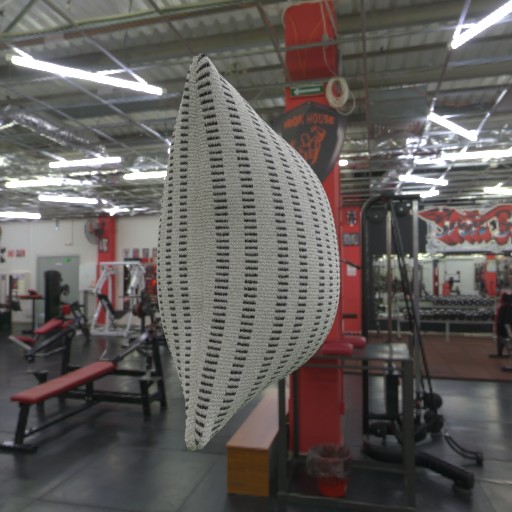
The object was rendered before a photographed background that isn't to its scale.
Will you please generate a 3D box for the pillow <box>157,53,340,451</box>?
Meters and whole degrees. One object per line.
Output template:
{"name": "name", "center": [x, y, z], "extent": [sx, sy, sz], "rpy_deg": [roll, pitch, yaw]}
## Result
{"name": "pillow", "center": [0.000, 0.000, 0.667], "extent": [0.247, 0.419, 0.438], "rpy_deg": [-1, -2, 17]}
